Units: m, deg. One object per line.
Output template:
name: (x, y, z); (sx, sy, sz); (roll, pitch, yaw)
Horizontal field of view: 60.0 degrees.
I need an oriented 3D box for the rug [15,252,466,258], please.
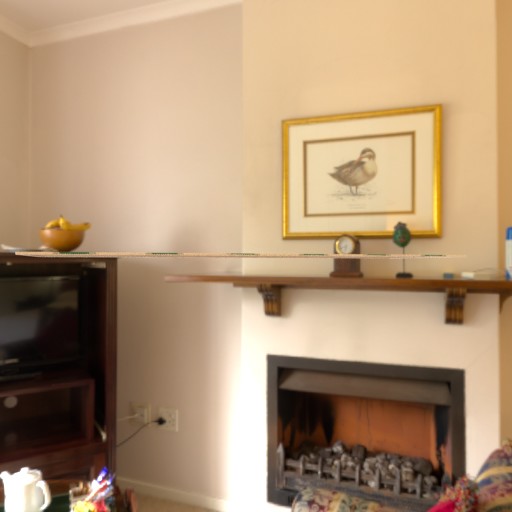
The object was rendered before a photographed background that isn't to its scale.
rug: (0.000, 0.000, 2.650); (2.438, 0.012, 0.768); (0, -1, -19)
